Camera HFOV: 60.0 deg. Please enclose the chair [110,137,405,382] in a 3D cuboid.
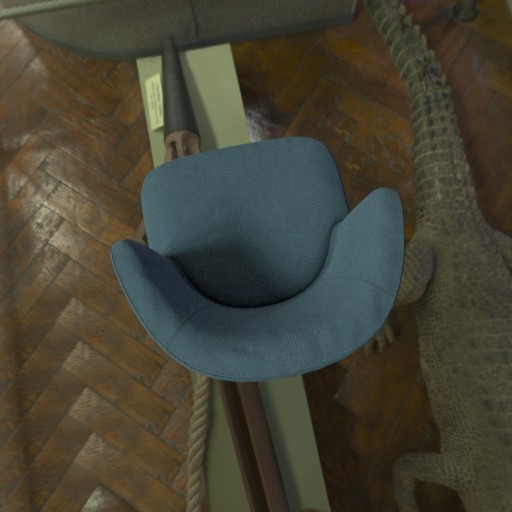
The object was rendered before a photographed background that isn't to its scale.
[{"bbox_3d":[0.000,0.000,1.313,0.661,0.760,0.702,-12,75,-3],"label":"chair"}]
